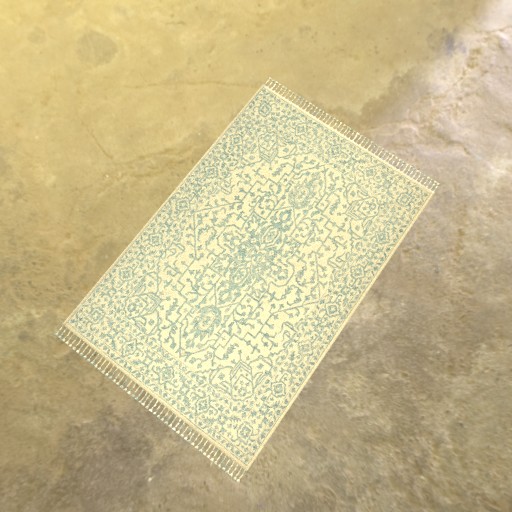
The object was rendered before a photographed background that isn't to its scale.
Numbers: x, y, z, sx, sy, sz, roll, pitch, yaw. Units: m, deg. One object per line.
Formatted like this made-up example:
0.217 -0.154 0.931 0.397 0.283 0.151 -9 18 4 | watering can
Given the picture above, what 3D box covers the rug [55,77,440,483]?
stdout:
0.000 0.000 3.069 1.524 0.010 2.438 35 78 9 | rug
